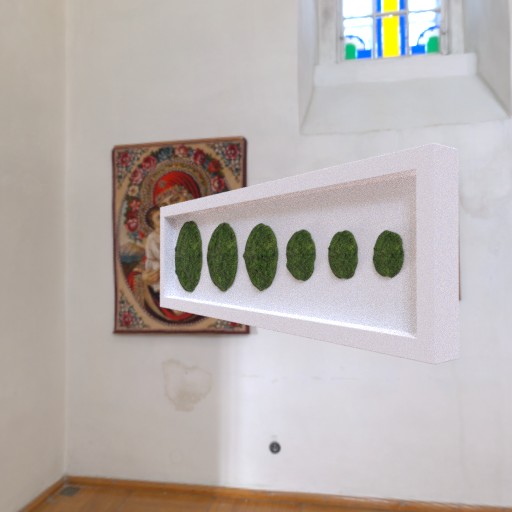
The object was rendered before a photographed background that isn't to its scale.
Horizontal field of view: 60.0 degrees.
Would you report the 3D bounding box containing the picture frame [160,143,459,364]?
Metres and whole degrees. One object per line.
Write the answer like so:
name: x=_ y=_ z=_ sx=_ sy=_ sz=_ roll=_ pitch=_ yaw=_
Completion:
picture frame: x=0.000 y=0.000 z=0.821 sx=0.050 sy=0.250 sz=0.759 roll=0 pitch=-1 yaw=-36
